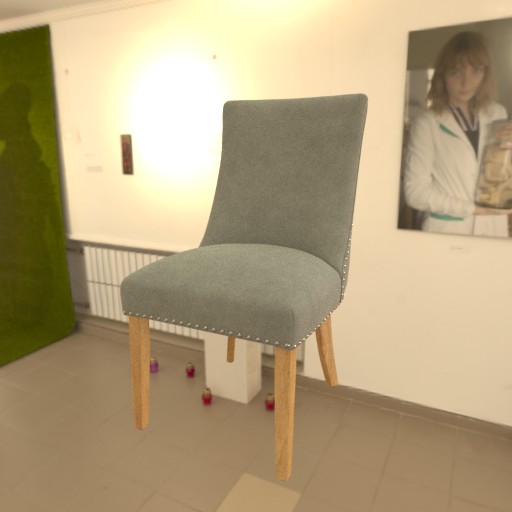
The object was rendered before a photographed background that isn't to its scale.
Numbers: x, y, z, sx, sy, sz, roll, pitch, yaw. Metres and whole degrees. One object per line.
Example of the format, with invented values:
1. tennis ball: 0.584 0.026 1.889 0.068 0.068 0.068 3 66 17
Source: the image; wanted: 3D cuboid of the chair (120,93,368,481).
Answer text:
1. chair: 0.000 0.000 1.258 0.495 0.902 0.610 7 15 26
